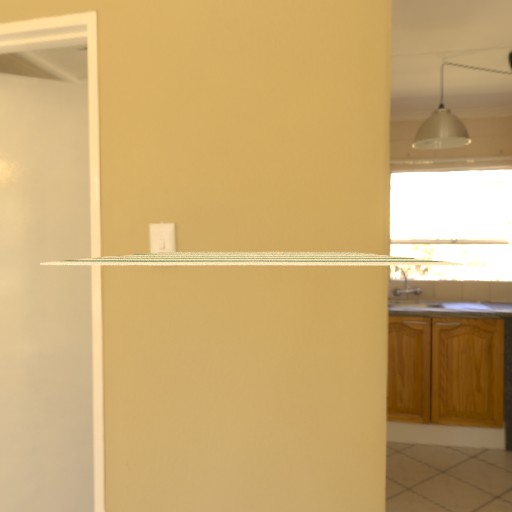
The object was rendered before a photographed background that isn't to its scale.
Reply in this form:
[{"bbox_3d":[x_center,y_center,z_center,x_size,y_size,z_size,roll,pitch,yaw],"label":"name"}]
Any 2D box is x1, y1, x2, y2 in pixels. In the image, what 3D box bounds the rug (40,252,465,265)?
[{"bbox_3d":[0.000,0.000,4.043,2.434,0.019,3.041,0,2,1],"label":"rug"}]
